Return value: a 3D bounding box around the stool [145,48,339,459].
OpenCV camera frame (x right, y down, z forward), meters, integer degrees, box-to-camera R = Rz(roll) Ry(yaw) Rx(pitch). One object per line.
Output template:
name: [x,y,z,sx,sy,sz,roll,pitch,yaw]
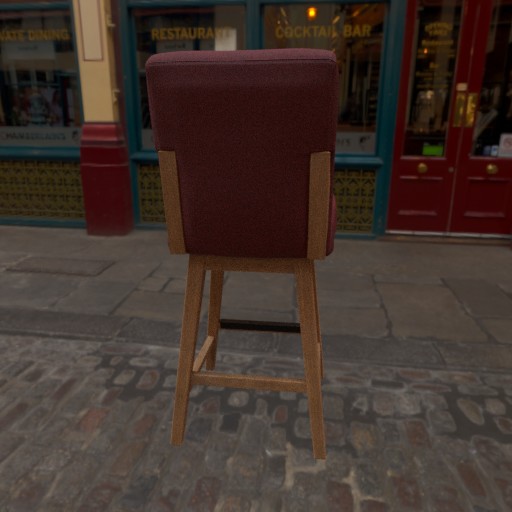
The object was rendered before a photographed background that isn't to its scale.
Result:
stool: [0.000,0.000,1.307,0.468,1.038,0.562,2,16,7]
